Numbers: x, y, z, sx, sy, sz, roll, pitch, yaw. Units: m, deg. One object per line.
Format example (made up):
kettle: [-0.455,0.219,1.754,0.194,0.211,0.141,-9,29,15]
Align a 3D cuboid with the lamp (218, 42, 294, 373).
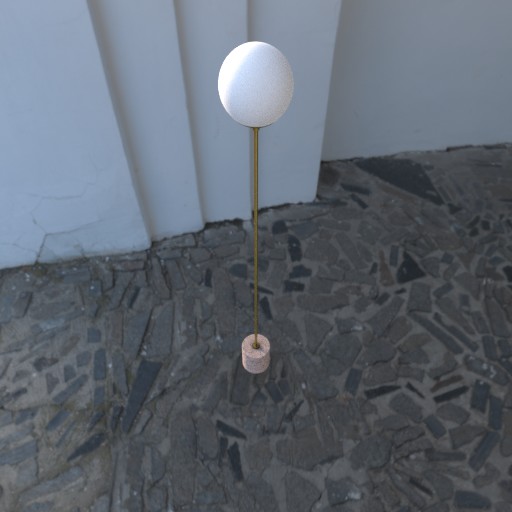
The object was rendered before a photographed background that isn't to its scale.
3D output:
lamp: [0.000,0.000,1.894,0.229,1.748,0.229,3,47,3]
